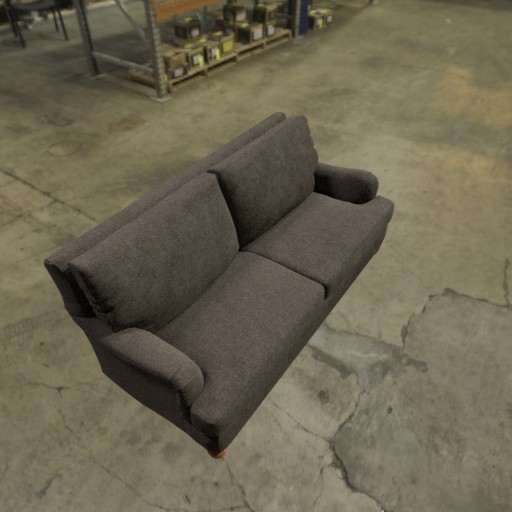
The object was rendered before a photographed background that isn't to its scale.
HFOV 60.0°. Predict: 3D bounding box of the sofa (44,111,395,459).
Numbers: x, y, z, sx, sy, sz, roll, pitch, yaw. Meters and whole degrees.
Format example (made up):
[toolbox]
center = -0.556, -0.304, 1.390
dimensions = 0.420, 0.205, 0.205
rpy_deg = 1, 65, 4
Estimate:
[sofa]
center = 0.000, 0.000, 2.847
dimensions = 1.087, 1.054, 2.160
rpy_deg = 25, 48, 25
